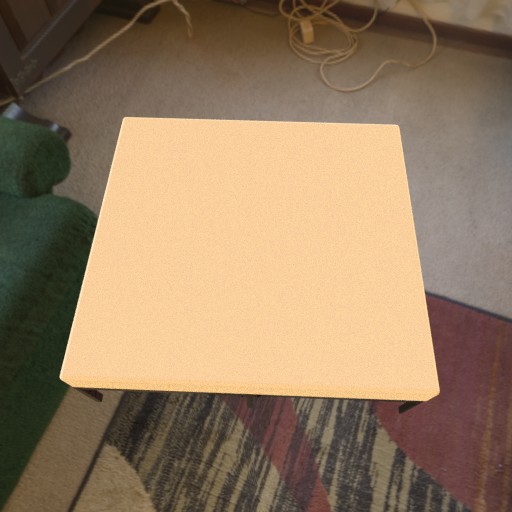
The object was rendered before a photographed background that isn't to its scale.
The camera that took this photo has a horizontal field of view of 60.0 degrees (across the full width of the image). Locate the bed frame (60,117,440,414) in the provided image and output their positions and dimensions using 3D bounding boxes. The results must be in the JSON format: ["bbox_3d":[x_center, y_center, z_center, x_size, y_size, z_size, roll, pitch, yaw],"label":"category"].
[{"bbox_3d":[0.000,0.000,3.128,2.079,0.659,1.963,2,62,1],"label":"bed frame"}]
